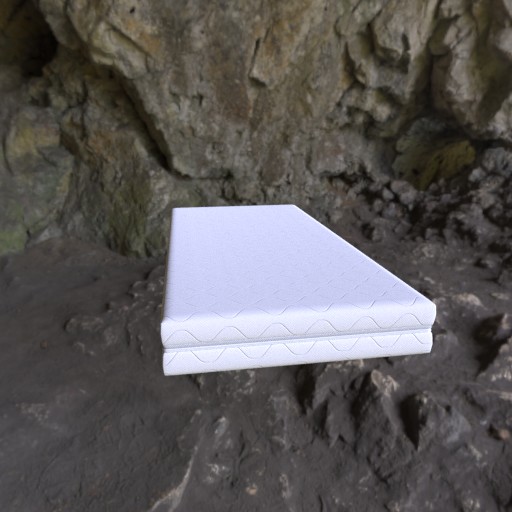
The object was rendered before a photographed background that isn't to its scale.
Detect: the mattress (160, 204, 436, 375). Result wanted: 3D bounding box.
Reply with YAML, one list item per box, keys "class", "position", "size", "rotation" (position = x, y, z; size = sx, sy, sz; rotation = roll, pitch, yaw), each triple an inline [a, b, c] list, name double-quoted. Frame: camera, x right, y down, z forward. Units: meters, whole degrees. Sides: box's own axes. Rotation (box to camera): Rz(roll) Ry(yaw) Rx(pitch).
- class: "mattress"
  position: [0.000, 0.000, 2.309]
  size: [0.900, 0.200, 1.900]
  rotation: [-3, 17, -9]
